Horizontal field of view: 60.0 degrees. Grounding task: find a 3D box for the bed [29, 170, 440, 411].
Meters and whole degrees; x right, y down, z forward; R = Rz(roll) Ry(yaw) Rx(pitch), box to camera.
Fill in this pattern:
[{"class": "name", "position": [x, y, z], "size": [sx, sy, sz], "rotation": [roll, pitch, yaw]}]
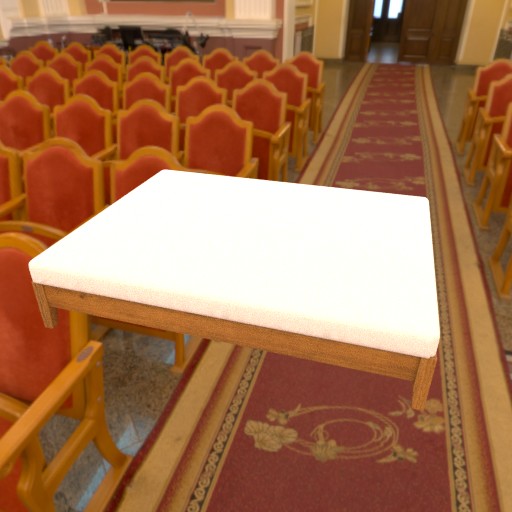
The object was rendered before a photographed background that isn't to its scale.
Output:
[{"class": "bed", "position": [0.000, 0.000, 2.746], "size": [2.016, 0.431, 1.536], "rotation": [9, 31, 15]}]
